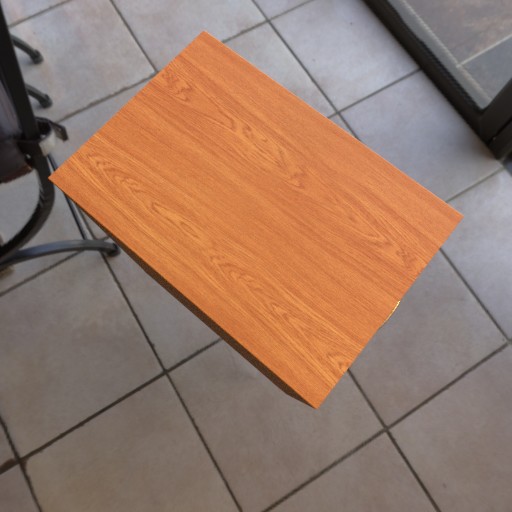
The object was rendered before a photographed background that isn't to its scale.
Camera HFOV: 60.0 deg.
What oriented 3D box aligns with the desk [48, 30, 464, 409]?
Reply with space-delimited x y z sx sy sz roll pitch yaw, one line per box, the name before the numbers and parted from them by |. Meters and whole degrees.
desk | 0.000 0.000 1.106 0.600 0.730 0.404 39 78 10
